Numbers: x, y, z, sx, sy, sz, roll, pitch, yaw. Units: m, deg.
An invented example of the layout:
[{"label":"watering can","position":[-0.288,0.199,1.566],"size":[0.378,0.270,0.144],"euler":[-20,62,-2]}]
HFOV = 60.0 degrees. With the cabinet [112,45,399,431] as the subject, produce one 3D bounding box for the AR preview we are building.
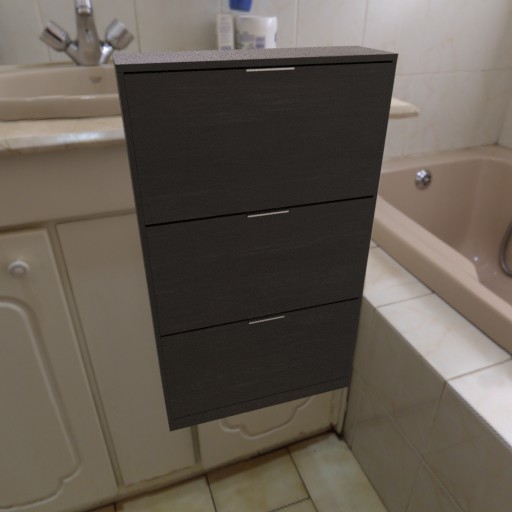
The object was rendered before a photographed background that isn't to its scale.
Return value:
[{"label":"cabinet","position":[0.000,0.000,1.534],"size":[0.750,1.280,0.250],"euler":[-9,32,-15]}]
